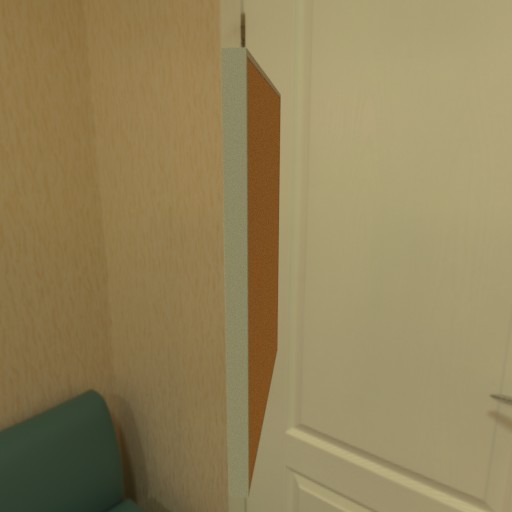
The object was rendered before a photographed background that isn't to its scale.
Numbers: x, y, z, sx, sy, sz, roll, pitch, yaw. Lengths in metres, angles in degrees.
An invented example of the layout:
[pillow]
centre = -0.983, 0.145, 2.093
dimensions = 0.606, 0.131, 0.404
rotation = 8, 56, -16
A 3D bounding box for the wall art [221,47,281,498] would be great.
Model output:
[wall art]
centre = 0.000, 0.000, 1.018
dimensions = 0.055, 0.763, 0.611
rotation = 2, 14, 7
